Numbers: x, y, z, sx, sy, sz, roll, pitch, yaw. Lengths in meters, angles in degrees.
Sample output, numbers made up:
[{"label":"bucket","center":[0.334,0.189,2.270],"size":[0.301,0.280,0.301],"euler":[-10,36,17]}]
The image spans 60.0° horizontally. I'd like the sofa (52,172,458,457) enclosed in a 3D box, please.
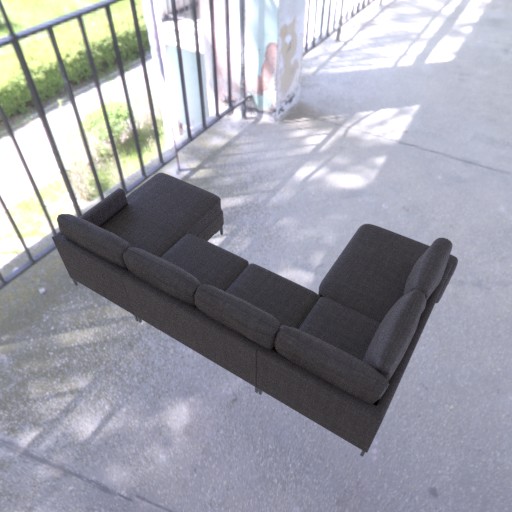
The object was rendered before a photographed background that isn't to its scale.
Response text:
[{"label":"sofa","center":[0.000,0.000,4.385],"size":[3.423,0.999,2.048],"euler":[25,51,22]}]
